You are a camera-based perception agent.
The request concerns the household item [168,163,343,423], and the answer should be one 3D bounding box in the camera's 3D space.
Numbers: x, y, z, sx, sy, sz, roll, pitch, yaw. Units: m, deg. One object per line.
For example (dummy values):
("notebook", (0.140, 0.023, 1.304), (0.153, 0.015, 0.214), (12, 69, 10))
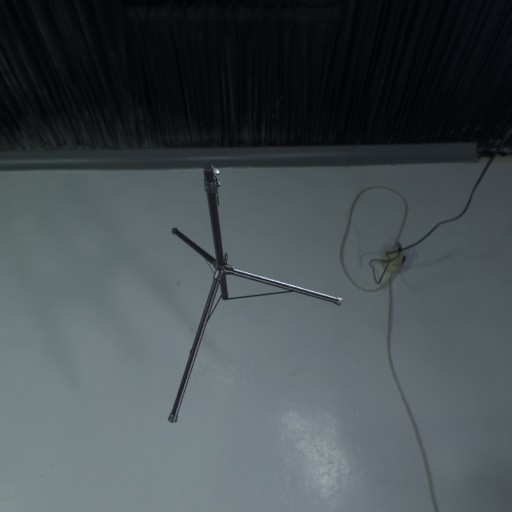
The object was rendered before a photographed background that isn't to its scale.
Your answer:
("household item", (0.000, 0.000, 2.743), (1.339, 1.595, 1.596), (-3, 58, -2))
